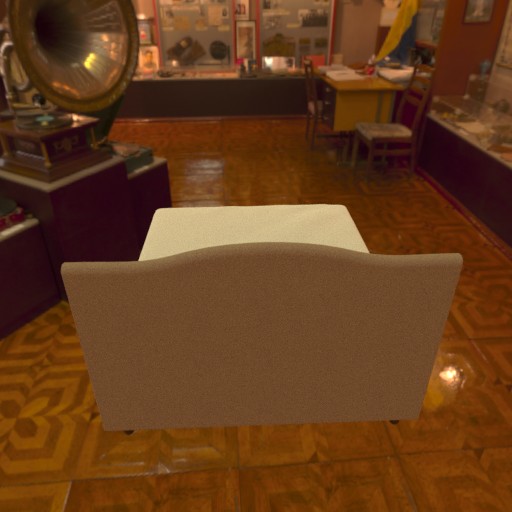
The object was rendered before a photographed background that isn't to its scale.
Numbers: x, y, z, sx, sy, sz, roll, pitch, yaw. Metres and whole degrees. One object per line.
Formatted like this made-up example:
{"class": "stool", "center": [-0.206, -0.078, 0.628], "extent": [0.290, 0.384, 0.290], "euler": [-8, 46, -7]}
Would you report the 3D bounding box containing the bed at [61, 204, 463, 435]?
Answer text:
{"class": "bed", "center": [0.000, 0.000, 3.504], "extent": [2.083, 1.421, 2.182], "euler": [-1, 31, -2]}
